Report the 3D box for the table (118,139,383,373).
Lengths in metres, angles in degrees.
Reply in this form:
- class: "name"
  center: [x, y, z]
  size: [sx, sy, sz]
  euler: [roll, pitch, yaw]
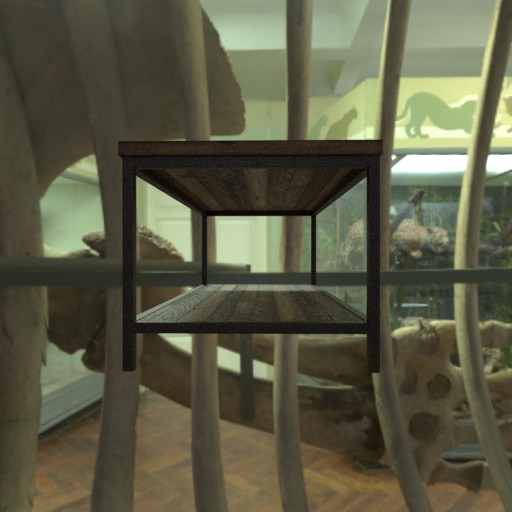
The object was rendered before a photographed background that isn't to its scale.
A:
- class: "table"
  center: [0.000, 0.000, 1.252]
  size: [0.452, 0.399, 0.990]
  euler: [0, 0, 1]
